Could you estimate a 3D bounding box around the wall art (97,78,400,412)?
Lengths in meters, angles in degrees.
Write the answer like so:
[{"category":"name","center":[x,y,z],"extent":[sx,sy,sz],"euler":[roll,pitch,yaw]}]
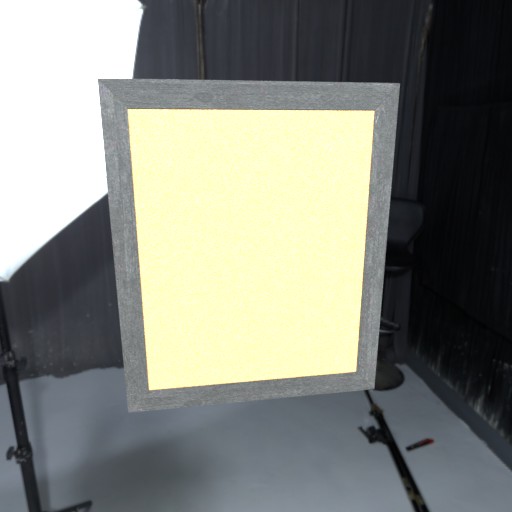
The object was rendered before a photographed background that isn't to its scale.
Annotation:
[{"category":"wall art","center":[0.000,0.000,0.774],"extent":[0.476,0.570,0.013],"euler":[-3,16,-9]}]
